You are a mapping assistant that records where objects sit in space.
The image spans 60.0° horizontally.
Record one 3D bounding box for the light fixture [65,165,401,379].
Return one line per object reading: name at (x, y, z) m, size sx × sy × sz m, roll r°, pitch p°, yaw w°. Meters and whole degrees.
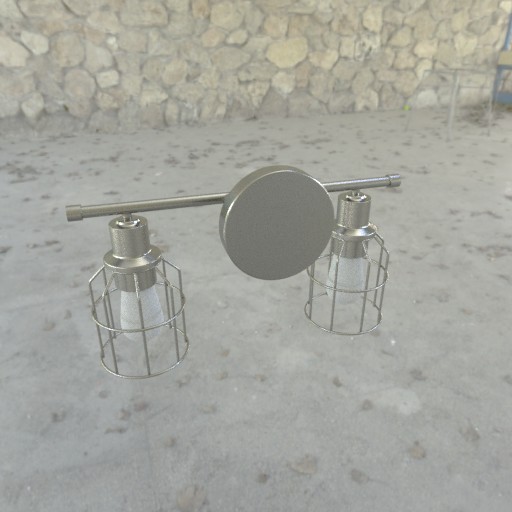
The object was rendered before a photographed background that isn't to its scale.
light fixture at (0.000, 0.000, 0.536) m, size 0.406 × 0.254 × 0.165 m, roll -8°, pitch 28°, yaw -16°
